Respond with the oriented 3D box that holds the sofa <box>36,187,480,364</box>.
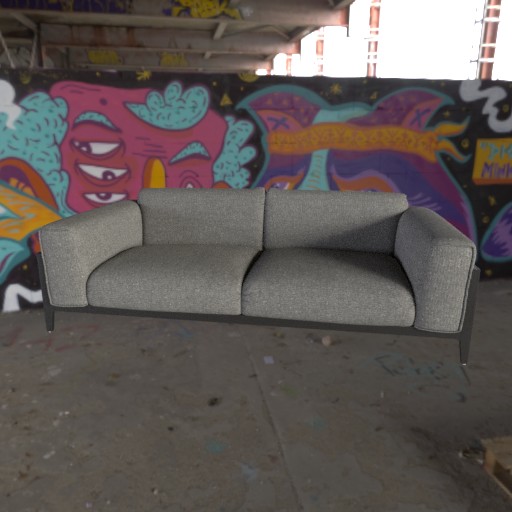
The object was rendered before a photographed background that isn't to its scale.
[{"bbox_3d":[0.000,0.000,2.552,2.125,0.703,0.985,3,15,9],"label":"sofa"}]
